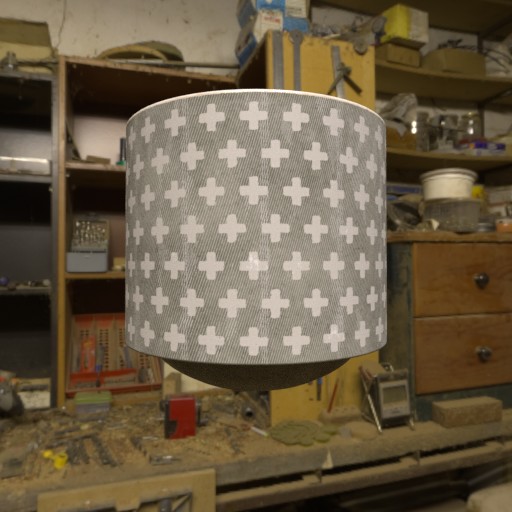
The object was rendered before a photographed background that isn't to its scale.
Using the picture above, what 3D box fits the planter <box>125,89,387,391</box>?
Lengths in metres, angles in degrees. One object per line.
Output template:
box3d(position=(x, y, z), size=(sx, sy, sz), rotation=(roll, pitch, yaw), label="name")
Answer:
box3d(position=(0.000, 0.000, 0.336), size=(0.190, 0.181, 0.190), rotation=(0, -1, 0), label="planter")
